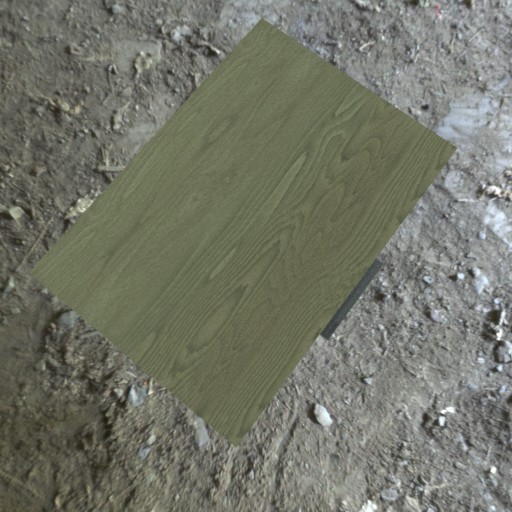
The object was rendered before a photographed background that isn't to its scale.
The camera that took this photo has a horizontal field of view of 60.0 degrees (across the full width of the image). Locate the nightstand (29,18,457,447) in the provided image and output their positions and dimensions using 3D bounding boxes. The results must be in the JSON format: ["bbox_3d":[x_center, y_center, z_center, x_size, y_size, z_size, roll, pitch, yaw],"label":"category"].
[{"bbox_3d":[0.000,0.000,0.757,0.325,0.461,0.442,37,80,8],"label":"nightstand"}]
